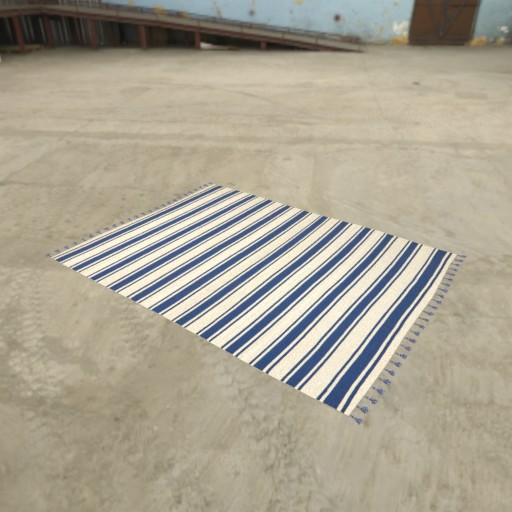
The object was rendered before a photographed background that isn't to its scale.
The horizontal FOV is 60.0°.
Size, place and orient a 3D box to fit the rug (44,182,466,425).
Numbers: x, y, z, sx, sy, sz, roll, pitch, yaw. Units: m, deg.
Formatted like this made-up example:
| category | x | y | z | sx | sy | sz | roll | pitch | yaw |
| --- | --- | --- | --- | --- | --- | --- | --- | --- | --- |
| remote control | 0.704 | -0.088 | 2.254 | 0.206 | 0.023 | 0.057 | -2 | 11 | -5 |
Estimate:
| category | x | y | z | sx | sy | sz | roll | pitch | yaw |
| --- | --- | --- | --- | --- | --- | --- | --- | --- | --- |
| rug | 0.000 | 0.000 | 4.370 | 3.416 | 0.016 | 2.471 | 21 | 36 | 31 |
